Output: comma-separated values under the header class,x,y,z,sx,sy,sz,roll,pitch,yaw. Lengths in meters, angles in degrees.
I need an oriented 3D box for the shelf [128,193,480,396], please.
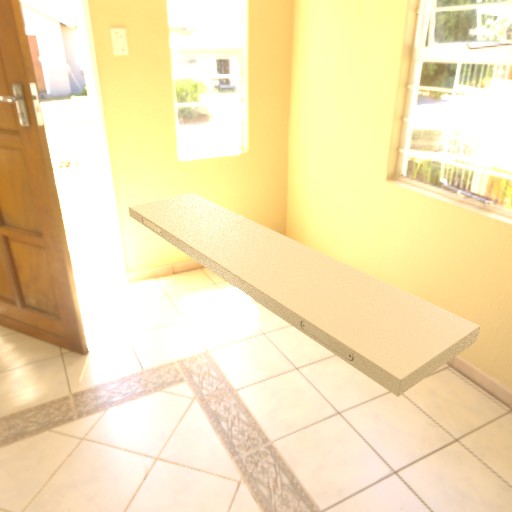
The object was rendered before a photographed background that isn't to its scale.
class,x,y,z,sx,sy,sz,roll,pitch,yaw
shelf,0.000,0.000,0.660,0.140,0.020,0.610,-18,31,-34
